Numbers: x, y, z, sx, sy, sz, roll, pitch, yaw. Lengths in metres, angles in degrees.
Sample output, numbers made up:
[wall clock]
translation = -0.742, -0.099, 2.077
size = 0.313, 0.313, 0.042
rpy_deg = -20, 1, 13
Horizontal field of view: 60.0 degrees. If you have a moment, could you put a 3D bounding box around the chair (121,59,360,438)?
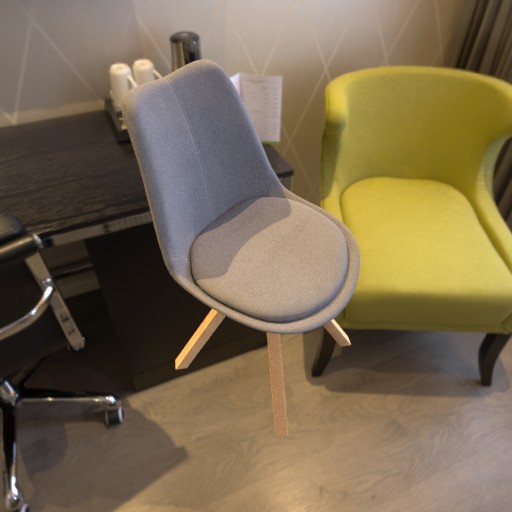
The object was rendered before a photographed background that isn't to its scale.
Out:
[chair]
translation = 0.000, 0.000, 1.204
size = 0.549, 0.863, 0.474
rpy_deg = 27, 49, 25
